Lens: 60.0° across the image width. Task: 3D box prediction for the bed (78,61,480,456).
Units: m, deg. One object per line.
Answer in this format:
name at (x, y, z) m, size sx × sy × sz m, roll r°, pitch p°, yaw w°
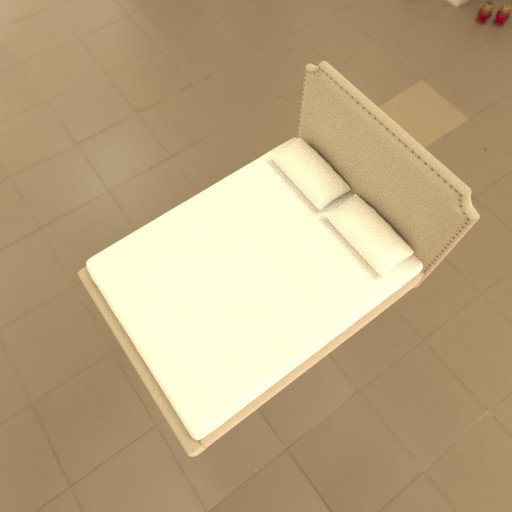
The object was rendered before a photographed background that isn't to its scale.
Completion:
bed at (0.000, 0.000, 3.353) m, size 2.372 × 1.443 × 1.713 m, roll -33°, pitch 69°, yaw -15°
